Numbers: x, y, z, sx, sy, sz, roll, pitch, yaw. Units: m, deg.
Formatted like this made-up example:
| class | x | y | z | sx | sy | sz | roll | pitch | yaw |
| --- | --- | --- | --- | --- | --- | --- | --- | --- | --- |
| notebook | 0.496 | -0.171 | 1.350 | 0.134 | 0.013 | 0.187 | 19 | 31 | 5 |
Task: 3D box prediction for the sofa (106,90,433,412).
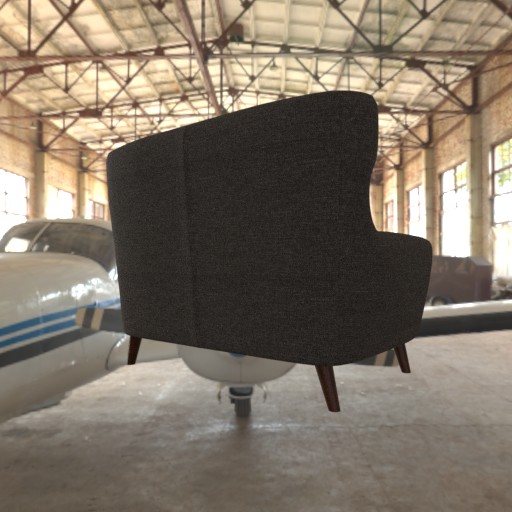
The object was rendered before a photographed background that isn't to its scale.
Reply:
| class | x | y | z | sx | sy | sz | roll | pitch | yaw |
| --- | --- | --- | --- | --- | --- | --- | --- | --- | --- |
| sofa | 0.000 | 0.000 | 2.009 | 1.358 | 1.028 | 0.874 | -1 | -2 | 38 |
